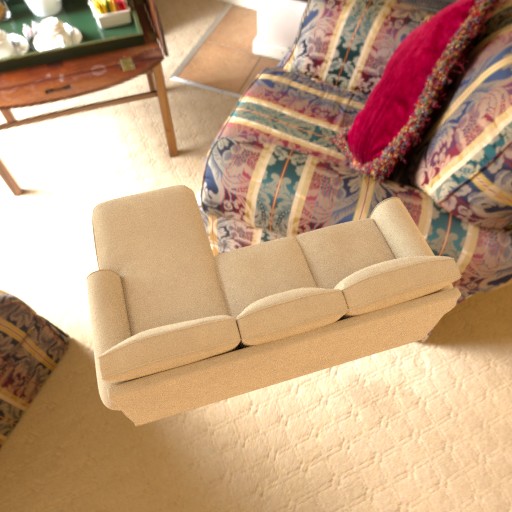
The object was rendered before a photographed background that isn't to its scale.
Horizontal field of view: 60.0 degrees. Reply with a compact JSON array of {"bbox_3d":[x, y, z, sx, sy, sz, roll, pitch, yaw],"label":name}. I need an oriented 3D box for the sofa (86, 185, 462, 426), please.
[{"bbox_3d":[0.000,0.000,2.413,1.770,0.734,1.226,-14,60,-9],"label":"sofa"}]
